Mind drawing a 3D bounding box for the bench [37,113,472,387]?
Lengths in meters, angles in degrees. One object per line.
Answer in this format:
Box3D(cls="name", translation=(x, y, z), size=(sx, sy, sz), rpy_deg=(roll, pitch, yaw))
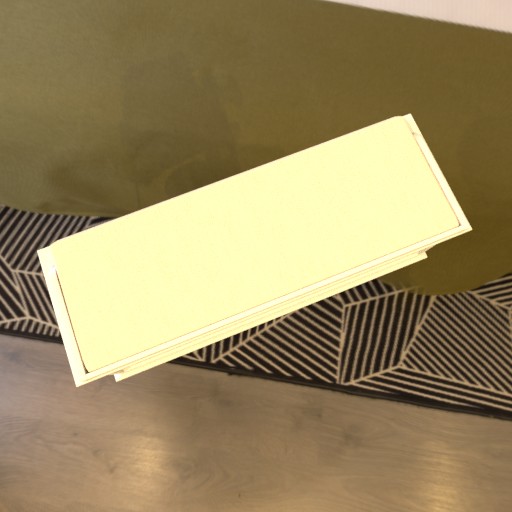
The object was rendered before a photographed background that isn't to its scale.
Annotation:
Box3D(cls="bench", translation=(0.000, 0.000, 1.460), size=(1.185, 0.486, 0.402), rpy_deg=(-21, 77, -5))
